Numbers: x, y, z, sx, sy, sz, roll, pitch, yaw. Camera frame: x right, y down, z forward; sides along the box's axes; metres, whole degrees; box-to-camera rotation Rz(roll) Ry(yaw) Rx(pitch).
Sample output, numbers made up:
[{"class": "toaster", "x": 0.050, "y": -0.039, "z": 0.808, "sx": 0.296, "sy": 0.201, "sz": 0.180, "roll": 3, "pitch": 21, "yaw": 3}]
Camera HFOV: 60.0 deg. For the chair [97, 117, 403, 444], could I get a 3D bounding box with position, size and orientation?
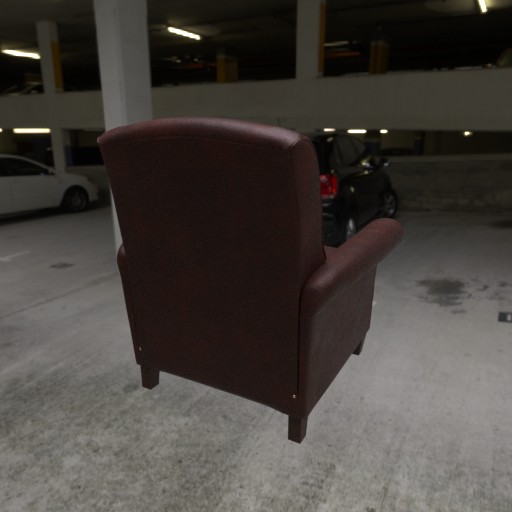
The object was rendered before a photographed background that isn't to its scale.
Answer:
[{"class": "chair", "x": 0.000, "y": 0.000, "z": 1.799, "sx": 0.978, "sy": 1.061, "sz": 0.902, "roll": 9, "pitch": 18, "yaw": 28}]
